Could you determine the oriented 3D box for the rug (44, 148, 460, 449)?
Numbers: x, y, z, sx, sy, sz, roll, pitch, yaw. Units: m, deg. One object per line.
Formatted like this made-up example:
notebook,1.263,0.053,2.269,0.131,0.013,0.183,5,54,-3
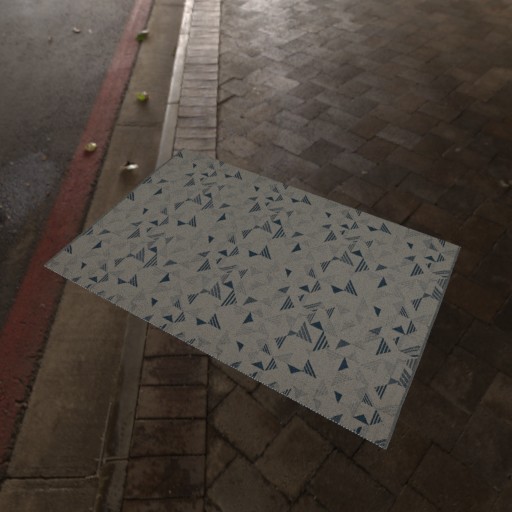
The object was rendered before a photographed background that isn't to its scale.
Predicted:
rug,0.000,0.000,2.321,1.835,0.003,1.206,23,52,20
